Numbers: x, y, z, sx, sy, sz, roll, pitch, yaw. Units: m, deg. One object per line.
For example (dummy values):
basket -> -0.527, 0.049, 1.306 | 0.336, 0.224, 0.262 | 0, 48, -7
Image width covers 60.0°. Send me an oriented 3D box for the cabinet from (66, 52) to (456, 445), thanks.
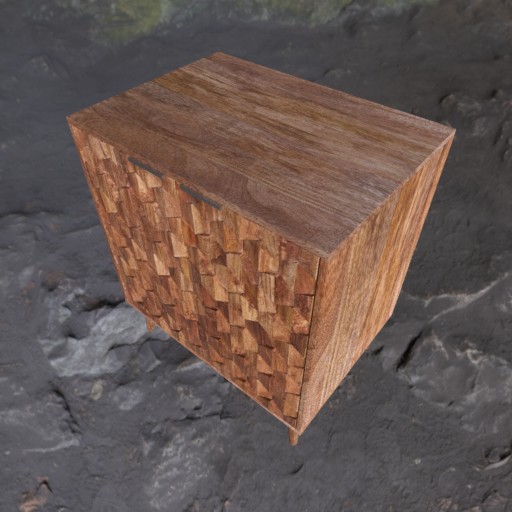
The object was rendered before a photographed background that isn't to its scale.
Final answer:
cabinet -> 0.000, 0.000, 1.166 | 0.647, 0.758, 0.473 | 30, 52, 27
